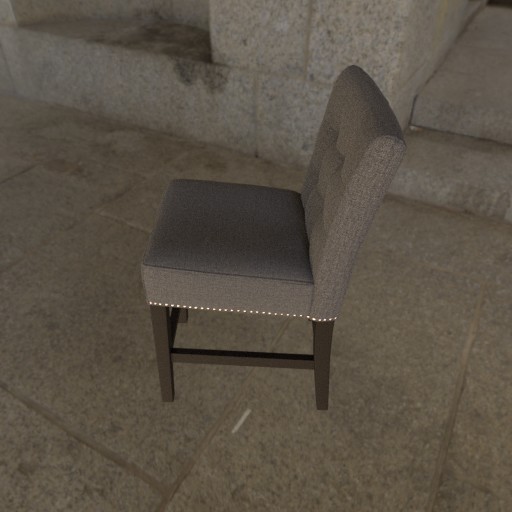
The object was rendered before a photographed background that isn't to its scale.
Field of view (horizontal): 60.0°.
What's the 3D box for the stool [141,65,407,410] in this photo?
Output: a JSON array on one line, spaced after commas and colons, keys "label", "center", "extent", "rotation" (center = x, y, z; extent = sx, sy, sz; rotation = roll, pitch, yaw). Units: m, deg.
[{"label": "stool", "center": [0.000, 0.000, 1.208], "extent": [0.571, 0.885, 0.427], "rotation": [0, 40, 0]}]
